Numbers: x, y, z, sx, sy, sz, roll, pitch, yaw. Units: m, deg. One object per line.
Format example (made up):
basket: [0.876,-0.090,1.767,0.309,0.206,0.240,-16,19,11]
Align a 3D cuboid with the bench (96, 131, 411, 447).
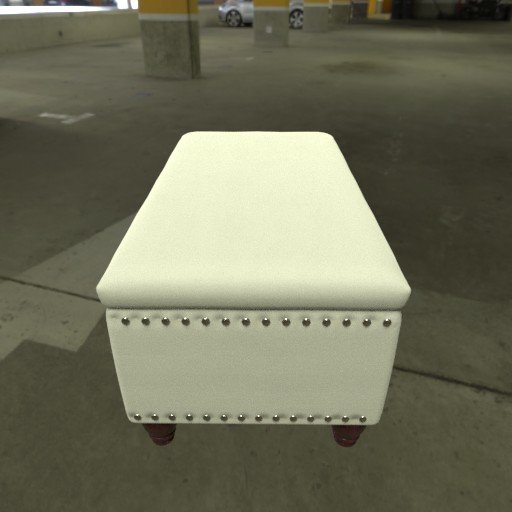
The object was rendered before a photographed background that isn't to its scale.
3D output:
bench: [0.000,0.000,1.173,0.500,0.449,0.887,0,30,1]
